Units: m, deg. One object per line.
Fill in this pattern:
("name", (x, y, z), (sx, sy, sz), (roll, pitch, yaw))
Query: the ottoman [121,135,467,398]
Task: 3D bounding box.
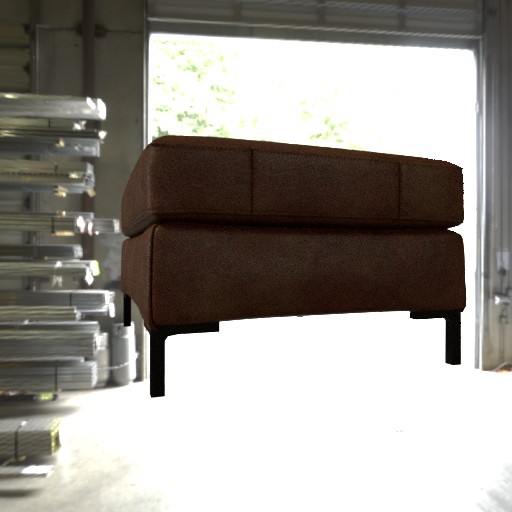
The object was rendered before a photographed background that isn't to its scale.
("ottoman", (0.000, 0.000, 1.734), (0.965, 0.667, 1.186), (0, 0, -20))
